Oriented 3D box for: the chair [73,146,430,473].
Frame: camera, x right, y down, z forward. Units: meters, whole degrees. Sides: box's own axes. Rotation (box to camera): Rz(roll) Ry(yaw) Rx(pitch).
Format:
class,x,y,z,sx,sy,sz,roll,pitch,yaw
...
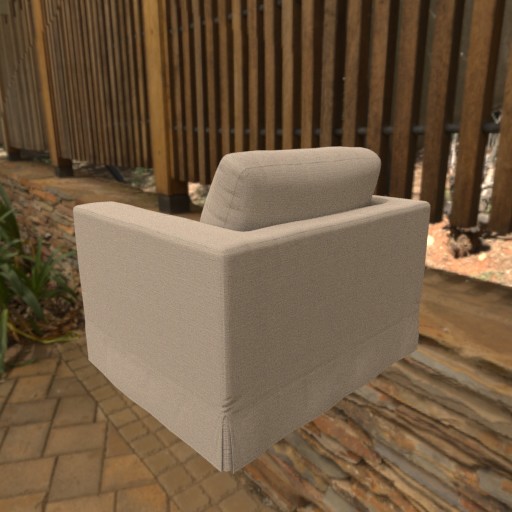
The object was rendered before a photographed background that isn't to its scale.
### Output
class,x,y,z,sx,sy,sz,roll,pitch,yaw
chair,0.000,0.000,1.827,1.150,0.878,0.957,-15,21,-42
